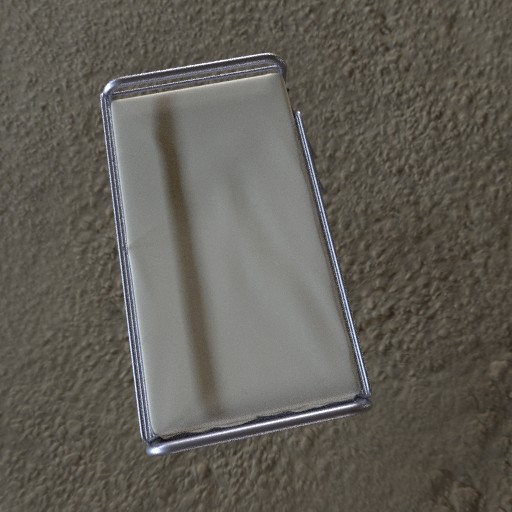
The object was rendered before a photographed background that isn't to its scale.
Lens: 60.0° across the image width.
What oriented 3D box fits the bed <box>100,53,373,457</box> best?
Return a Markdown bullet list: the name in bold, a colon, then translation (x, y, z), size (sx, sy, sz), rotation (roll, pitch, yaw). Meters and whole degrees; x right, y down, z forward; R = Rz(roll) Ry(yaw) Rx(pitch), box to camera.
- **bed**: translation (0.000, 0.000, 2.831), size (1.415, 1.288, 1.965), rotation (-11, 75, -3)
